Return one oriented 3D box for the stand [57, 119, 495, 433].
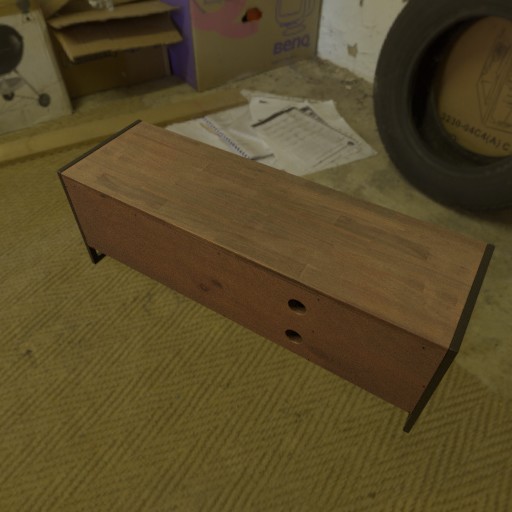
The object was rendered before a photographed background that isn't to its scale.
[{"bbox_3d":[0.000,0.000,1.703,1.480,0.506,0.454,24,51,21],"label":"stand"}]
